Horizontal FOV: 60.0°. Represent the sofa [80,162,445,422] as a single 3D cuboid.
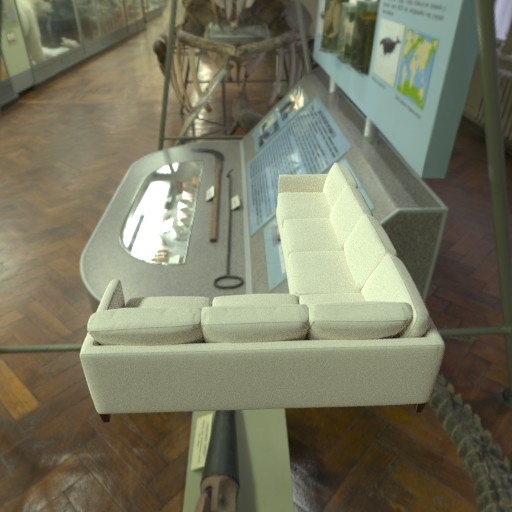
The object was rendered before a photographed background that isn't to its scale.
[{"bbox_3d":[0.000,0.000,4.563,2.593,0.947,3.302,-1,32,-2],"label":"sofa"}]
